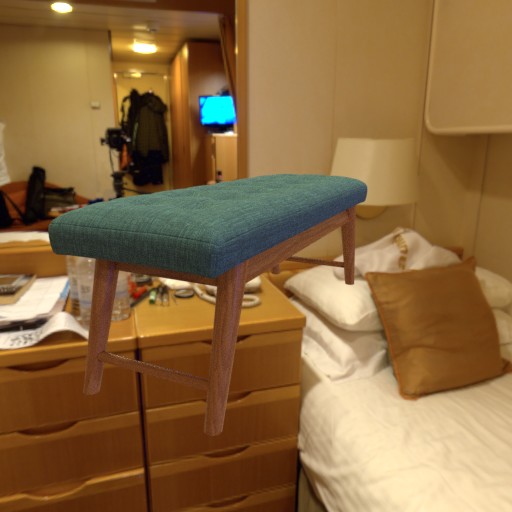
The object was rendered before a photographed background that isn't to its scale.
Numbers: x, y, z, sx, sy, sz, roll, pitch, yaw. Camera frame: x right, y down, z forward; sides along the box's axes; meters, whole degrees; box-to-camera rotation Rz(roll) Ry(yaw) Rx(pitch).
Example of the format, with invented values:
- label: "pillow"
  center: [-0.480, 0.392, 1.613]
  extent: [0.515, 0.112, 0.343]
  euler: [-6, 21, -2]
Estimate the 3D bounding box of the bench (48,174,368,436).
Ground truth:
- label: "bench"
  center: [0.000, 0.000, 1.338]
  extent: [0.406, 0.432, 1.118]
  euler: [7, 16, 25]
